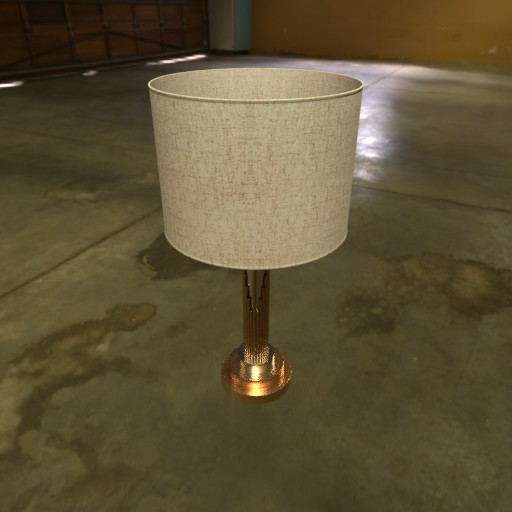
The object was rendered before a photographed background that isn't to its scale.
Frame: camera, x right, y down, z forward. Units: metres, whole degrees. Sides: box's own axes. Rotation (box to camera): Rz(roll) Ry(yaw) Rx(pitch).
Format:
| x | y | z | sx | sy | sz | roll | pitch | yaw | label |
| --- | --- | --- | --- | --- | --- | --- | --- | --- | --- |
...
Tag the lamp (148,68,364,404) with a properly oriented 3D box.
| x | y | z | sx | sy | sz | roll | pitch | yaw | label |
| --- | --- | --- | --- | --- | --- | --- | --- | --- | --- |
| 0.000 | 0.000 | 0.822 | 0.321 | 0.610 | 0.321 | -9 | 31 | -16 | lamp |
